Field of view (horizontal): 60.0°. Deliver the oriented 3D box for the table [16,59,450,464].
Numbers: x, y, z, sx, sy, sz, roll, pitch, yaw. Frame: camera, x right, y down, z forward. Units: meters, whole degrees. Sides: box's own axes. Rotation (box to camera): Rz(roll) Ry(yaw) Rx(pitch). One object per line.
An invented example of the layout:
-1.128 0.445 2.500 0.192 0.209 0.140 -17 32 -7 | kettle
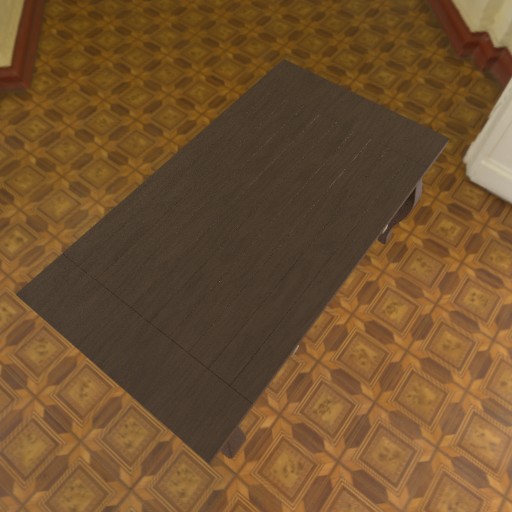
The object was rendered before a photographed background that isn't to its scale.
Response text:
0.000 0.000 1.357 0.600 0.494 1.062 33 65 18 | table
